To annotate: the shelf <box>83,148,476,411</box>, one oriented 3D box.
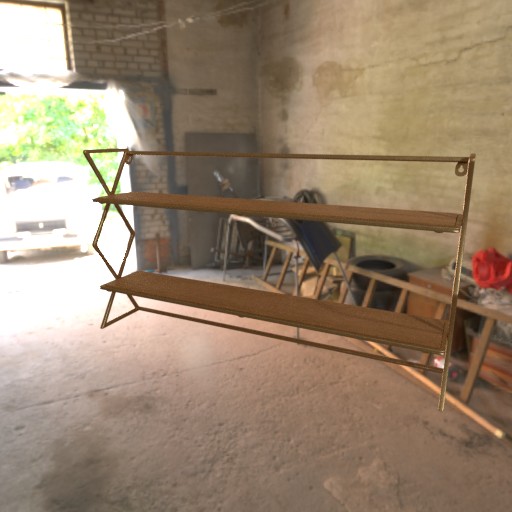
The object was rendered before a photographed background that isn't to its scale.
[{"bbox_3d":[0.000,0.000,0.978,0.822,0.450,0.150,7,17,25],"label":"shelf"}]
